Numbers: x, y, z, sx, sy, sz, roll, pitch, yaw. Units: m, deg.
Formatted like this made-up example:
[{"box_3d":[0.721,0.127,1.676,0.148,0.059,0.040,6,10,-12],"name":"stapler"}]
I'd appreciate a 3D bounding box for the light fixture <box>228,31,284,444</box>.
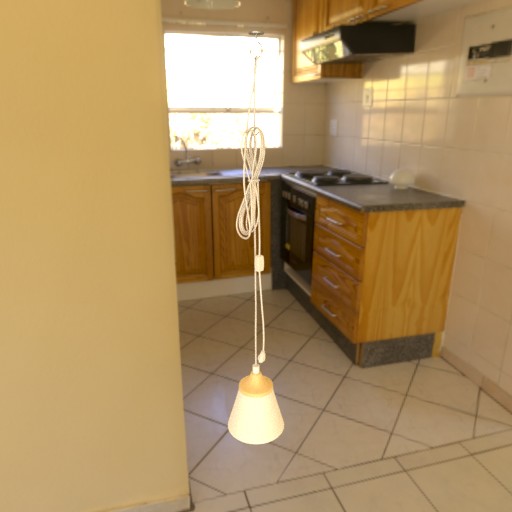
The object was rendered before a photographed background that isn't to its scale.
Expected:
[{"box_3d":[0.000,0.000,1.060,0.153,0.966,0.153,-9,20,-25],"name":"light fixture"}]
